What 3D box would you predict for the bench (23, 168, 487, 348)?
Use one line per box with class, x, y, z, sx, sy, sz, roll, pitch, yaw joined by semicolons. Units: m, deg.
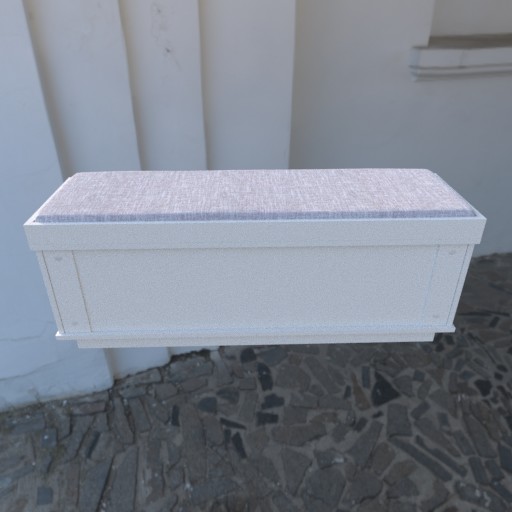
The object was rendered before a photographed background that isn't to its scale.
bench;0.000;0.000;1.403;1.196;0.453;0.363;-1;30;-2
